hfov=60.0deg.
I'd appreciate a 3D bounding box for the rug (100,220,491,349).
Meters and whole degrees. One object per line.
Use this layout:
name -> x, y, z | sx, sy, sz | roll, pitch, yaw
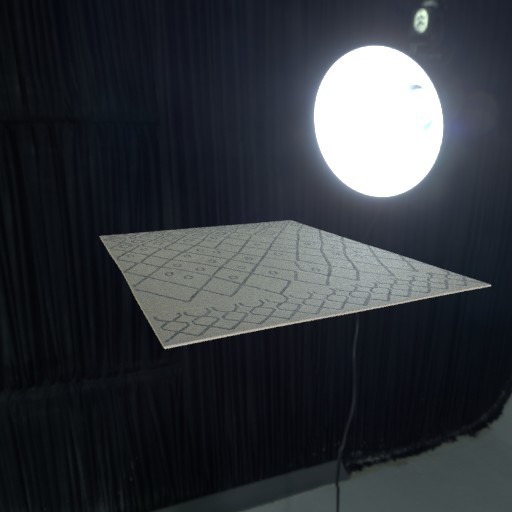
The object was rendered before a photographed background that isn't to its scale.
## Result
rug -> 0.000, 0.000, 4.116 | 2.446, 0.015, 3.046 | -7, 16, -24
